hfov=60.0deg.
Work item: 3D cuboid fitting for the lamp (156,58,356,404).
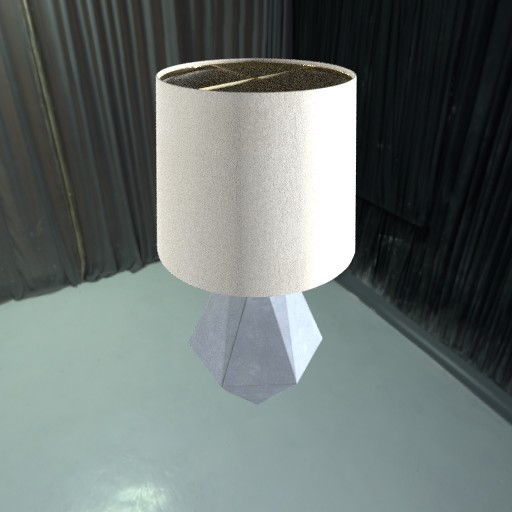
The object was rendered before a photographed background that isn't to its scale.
[{"bbox_3d":[0.000,0.000,0.646,0.276,0.501,0.276,0,32,0],"label":"lamp"}]
